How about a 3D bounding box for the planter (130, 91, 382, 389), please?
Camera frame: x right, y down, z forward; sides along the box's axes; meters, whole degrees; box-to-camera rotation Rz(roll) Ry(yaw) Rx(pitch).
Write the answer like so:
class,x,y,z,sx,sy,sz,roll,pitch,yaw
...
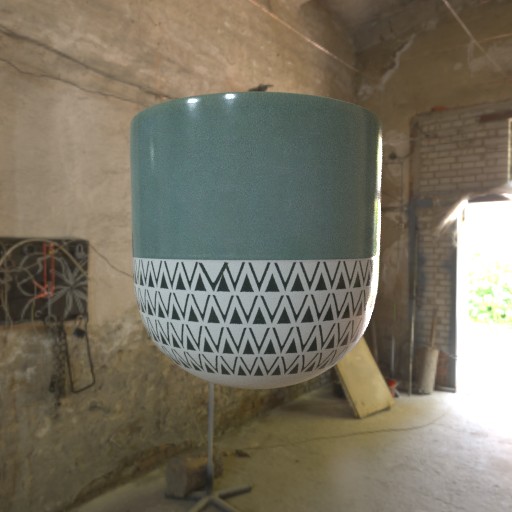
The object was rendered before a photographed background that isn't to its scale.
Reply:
class,x,y,z,sx,sy,sz,roll,pitch,yaw
planter,0.000,0.000,0.488,0.266,0.270,0.266,0,2,0
